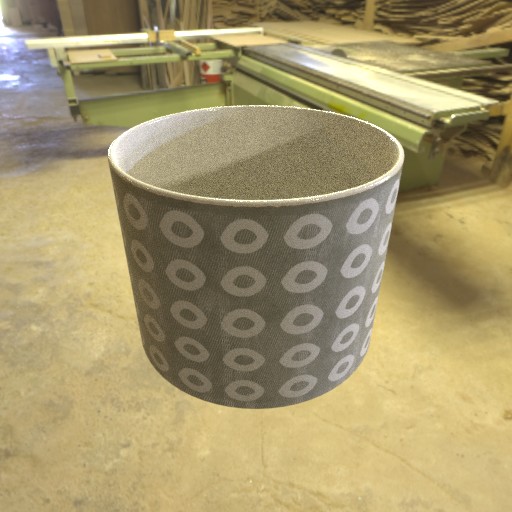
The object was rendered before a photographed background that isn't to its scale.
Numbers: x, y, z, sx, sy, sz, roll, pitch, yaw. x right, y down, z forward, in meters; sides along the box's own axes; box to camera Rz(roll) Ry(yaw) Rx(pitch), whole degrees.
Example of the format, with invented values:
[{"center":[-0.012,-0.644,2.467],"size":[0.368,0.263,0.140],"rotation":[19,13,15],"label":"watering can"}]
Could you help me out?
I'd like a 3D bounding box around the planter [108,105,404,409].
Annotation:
[{"center":[0.000,0.000,0.451],"size":[0.250,0.239,0.250],"rotation":[0,32,0],"label":"planter"}]
